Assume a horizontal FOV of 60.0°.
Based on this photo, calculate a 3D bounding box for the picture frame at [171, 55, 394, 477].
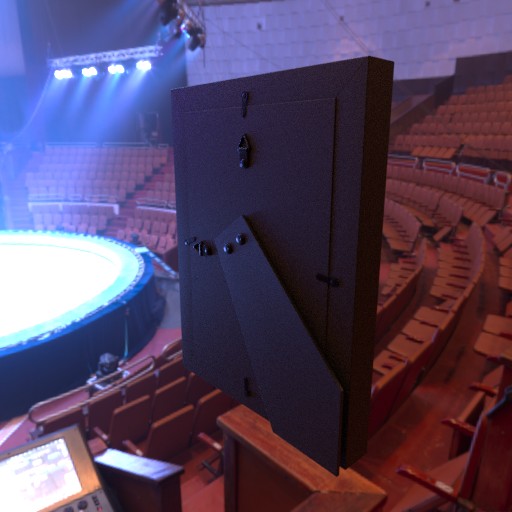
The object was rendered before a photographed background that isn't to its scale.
[{"bbox_3d":[0.000,0.000,0.275,0.028,0.208,0.157,-12,19,-41],"label":"picture frame"}]
